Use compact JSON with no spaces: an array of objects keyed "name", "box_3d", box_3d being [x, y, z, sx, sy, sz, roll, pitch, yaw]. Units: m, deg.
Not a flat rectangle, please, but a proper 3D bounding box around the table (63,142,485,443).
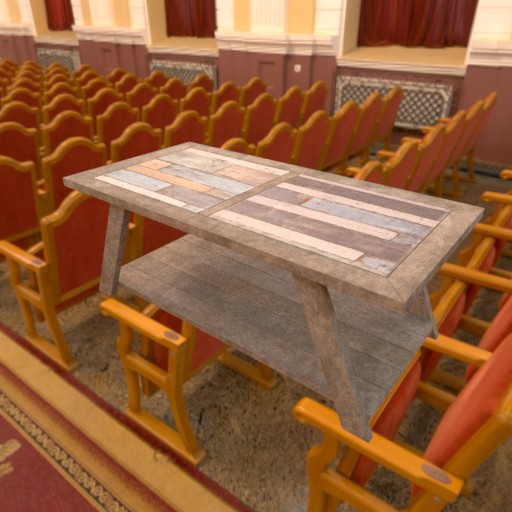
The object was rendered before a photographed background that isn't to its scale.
[{"name":"table","box_3d":[0.000,0.000,1.526,1.219,0.470,0.610,21,35,33]}]
